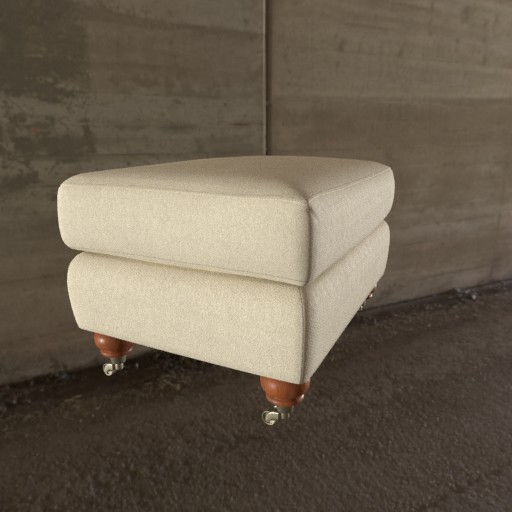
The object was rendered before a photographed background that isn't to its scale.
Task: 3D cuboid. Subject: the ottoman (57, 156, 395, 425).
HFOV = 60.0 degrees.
[{"bbox_3d":[0.000,0.000,1.152,0.569,0.499,0.773,8,17,25],"label":"ottoman"}]
